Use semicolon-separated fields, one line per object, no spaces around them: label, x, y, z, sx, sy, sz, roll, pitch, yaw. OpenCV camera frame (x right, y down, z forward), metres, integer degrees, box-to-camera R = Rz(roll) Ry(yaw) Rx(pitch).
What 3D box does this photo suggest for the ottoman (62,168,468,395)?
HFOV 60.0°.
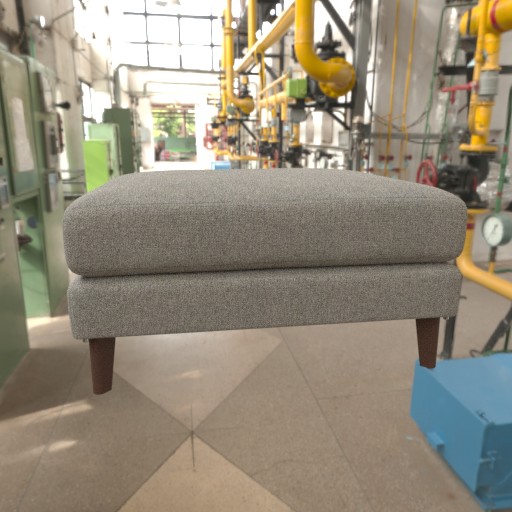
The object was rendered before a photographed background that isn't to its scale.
ottoman;0.000;0.000;1.182;0.821;0.441;0.611;-2;15;-8
